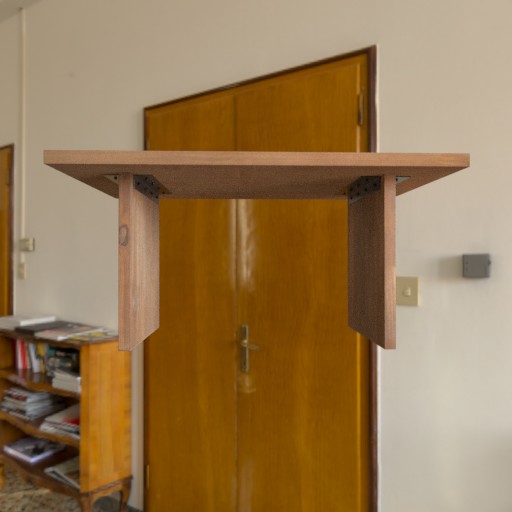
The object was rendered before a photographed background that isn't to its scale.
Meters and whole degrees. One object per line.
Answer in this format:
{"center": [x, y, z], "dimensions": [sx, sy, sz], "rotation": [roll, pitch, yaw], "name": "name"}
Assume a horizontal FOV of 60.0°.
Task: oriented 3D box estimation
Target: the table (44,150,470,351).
{"center": [0.000, 0.000, 2.140], "dimensions": [1.609, 0.780, 0.946], "rotation": [0, 0, -2], "name": "table"}
